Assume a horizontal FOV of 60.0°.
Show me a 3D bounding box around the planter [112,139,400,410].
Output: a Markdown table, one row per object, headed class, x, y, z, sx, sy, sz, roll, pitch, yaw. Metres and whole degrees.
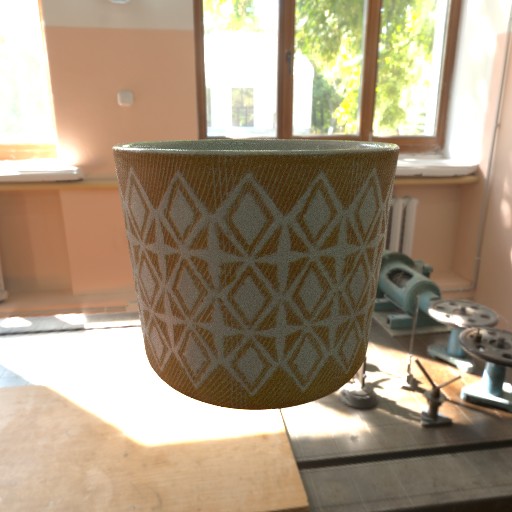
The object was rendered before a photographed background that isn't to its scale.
| class | x | y | z | sx | sy | sz | roll | pitch | yaw |
| --- | --- | --- | --- | --- | --- | --- | --- | --- | --- |
| planter | 0.000 | 0.000 | 0.335 | 0.193 | 0.165 | 0.193 | 0 | 16 | 0 |
